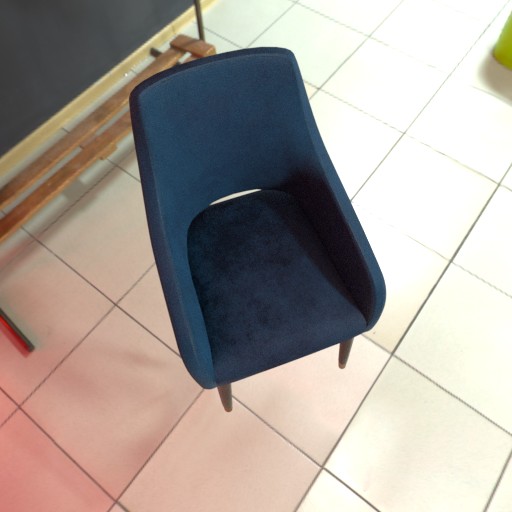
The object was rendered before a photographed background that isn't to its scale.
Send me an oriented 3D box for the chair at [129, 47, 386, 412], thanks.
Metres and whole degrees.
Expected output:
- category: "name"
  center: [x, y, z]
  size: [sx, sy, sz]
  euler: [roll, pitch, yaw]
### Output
- category: "chair"
  center: [0.000, 0.000, 1.571]
  size: [0.683, 1.081, 0.794]
  euler: [-18, 65, -9]
